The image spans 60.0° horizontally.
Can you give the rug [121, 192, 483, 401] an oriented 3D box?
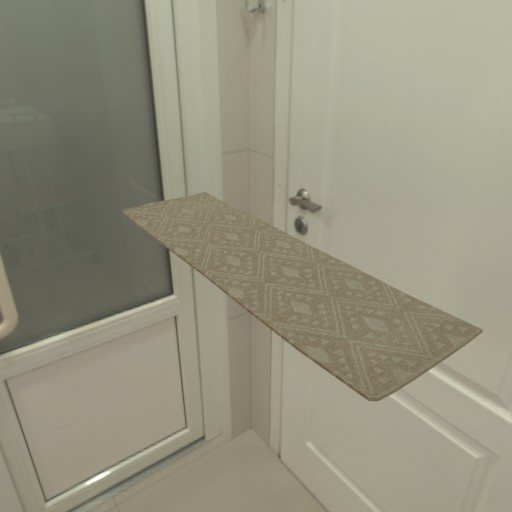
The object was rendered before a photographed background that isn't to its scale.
[{"bbox_3d":[0.000,0.000,2.688,0.752,0.051,2.452,-18,32,-32],"label":"rug"}]
